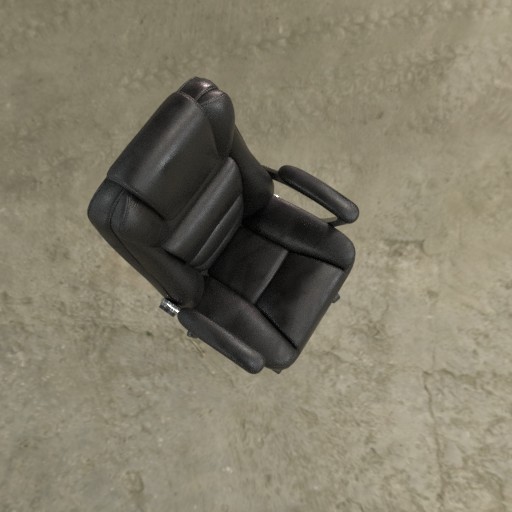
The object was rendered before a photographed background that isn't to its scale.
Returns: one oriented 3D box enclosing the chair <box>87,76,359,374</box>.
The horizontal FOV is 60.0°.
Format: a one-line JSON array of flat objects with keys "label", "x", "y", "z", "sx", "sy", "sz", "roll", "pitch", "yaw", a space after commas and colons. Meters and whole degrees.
[{"label": "chair", "x": 0.000, "y": 0.000, "z": 1.507, "sx": 0.689, "sy": 1.075, "sz": 0.697, "roll": 32, "pitch": 77, "yaw": 9}]
